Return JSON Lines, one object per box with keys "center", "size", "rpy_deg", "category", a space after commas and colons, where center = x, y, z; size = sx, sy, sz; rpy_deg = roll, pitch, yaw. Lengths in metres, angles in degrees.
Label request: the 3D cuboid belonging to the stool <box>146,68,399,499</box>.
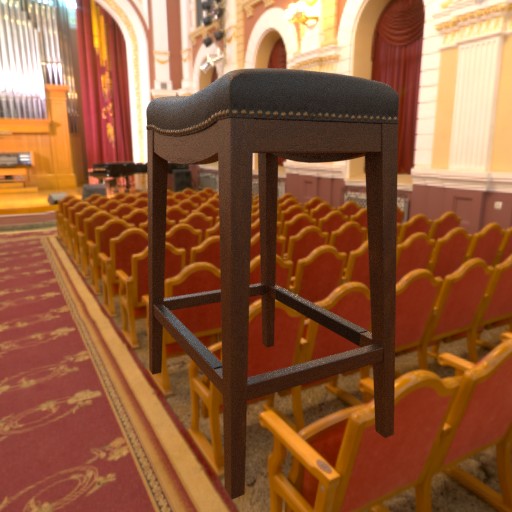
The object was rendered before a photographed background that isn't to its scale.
{"center": [0.000, 0.000, 0.924], "size": [0.353, 0.664, 0.490], "rpy_deg": [-7, 15, -27], "category": "stool"}
